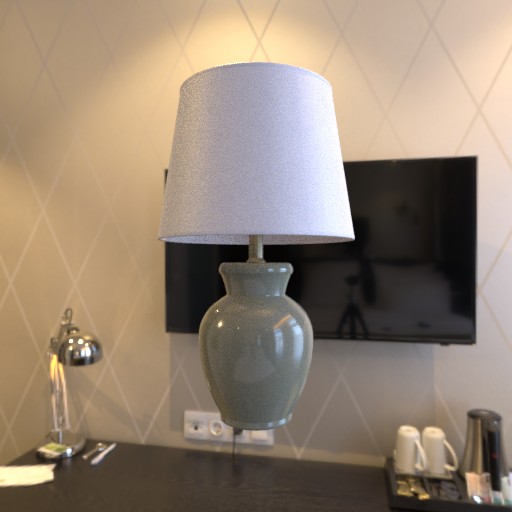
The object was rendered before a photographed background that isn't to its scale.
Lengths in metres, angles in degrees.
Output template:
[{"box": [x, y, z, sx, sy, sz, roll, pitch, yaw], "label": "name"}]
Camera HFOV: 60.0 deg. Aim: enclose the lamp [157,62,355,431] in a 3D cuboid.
[{"box": [0.000, 0.000, 0.550, 0.239, 0.399, 0.239, 0, -1, 0], "label": "lamp"}]
